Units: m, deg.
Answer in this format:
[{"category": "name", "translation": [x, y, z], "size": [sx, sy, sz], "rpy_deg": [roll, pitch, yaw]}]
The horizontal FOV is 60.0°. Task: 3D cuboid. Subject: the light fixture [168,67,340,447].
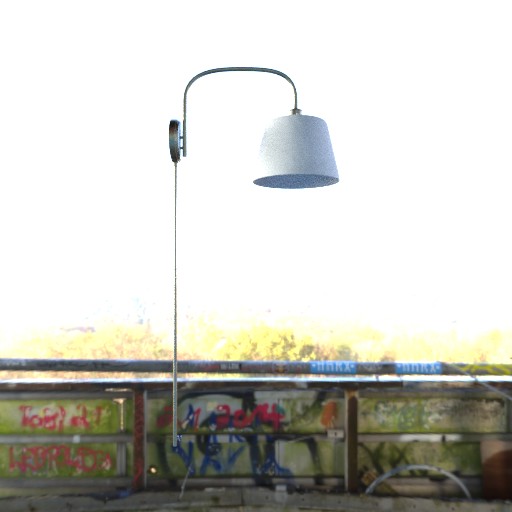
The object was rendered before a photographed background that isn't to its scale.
[{"category": "light fixture", "translation": [0.000, 0.000, 0.466], "size": [0.176, 0.399, 0.092], "rpy_deg": [0, 0, 0]}]
